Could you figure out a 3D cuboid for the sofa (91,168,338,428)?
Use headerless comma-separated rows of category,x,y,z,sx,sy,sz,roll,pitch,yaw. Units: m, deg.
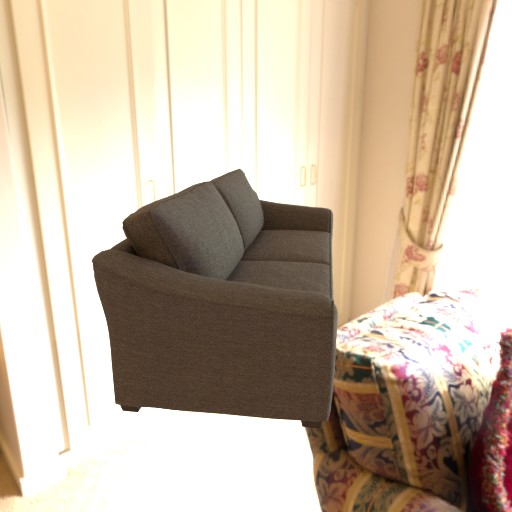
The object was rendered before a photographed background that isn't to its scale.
sofa,0.000,0.000,2.779,0.971,0.950,2.270,2,16,9
